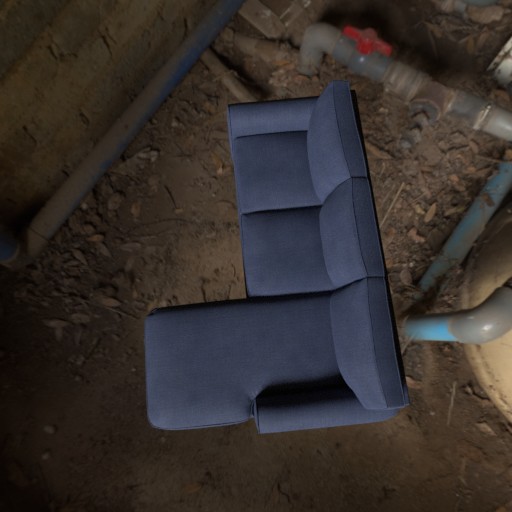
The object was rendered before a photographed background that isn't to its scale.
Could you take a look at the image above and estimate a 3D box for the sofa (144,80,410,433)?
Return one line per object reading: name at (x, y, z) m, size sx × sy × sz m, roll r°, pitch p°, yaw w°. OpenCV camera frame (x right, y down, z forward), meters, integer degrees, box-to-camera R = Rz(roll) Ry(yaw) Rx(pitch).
sofa at (0.000, 0.000, 3.450) m, size 1.780 × 1.063 × 2.567 m, roll -5°, pitch 76°, yaw -1°
